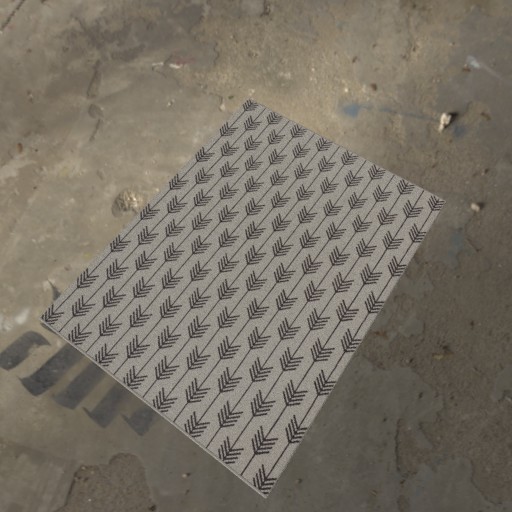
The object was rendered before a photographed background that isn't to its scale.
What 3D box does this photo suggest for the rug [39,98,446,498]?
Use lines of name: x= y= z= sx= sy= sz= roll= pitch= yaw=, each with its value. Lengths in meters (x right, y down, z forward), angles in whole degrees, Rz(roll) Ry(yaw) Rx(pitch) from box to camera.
rug: x=0.000 y=0.000 z=3.990 sx=2.330 sy=0.010 sz=3.061 roll=32 pitch=68 yaw=15
